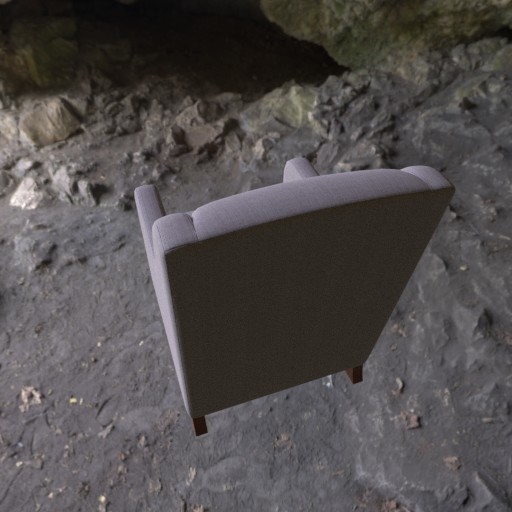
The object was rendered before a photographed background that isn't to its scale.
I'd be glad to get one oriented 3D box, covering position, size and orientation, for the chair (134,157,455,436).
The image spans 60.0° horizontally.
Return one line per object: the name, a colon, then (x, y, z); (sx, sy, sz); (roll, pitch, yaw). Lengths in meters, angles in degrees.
chair: (0.000, 0.000, 1.581); (0.715, 1.017, 0.890); (-13, 43, -15)
